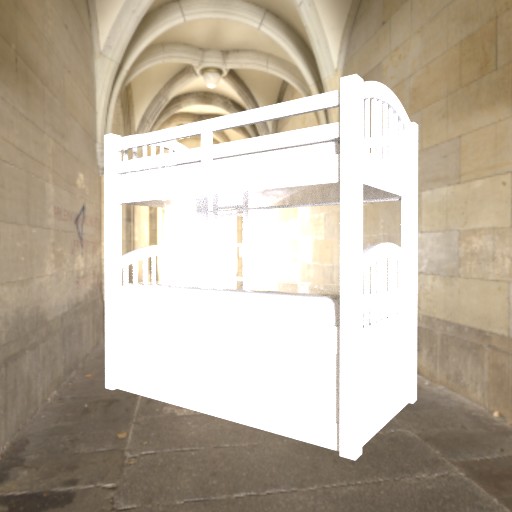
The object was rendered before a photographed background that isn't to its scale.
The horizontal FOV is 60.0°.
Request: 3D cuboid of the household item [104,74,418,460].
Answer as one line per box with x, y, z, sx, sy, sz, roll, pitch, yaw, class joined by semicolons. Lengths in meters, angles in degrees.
0.000;0.000;3.269;2.032;2.032;1.143;1;1;35;household item
